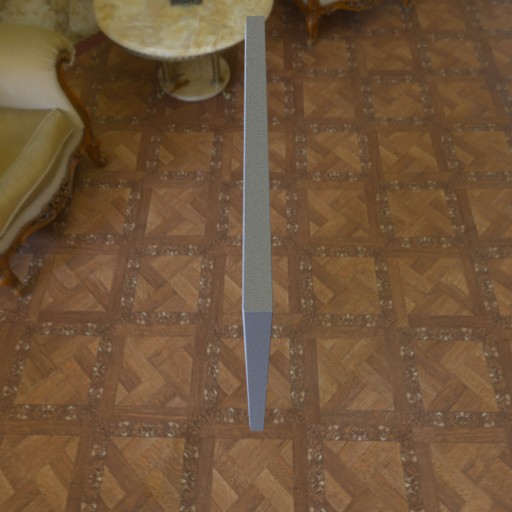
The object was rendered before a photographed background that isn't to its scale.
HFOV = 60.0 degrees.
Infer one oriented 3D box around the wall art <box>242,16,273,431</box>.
[{"bbox_3d":[0.000,0.000,0.747,0.029,0.558,0.458,0,58,0],"label":"wall art"}]
